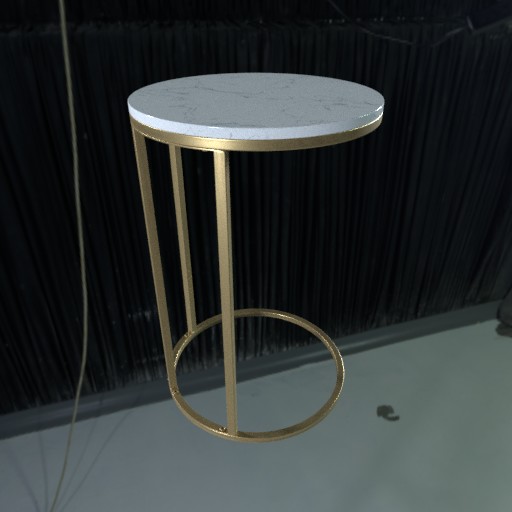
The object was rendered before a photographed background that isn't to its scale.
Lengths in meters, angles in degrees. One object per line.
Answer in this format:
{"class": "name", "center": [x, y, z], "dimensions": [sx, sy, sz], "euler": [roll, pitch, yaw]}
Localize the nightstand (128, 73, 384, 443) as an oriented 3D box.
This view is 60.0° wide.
{"class": "nightstand", "center": [0.000, 0.000, 0.871], "dimensions": [0.400, 0.610, 0.400], "euler": [-11, 33, -18]}
